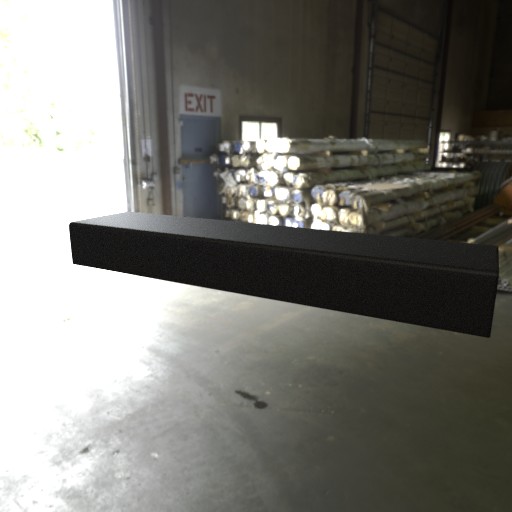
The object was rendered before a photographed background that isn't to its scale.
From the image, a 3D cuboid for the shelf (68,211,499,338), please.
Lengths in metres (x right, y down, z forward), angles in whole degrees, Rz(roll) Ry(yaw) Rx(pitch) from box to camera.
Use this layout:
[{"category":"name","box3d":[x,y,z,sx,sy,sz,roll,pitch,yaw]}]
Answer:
[{"category":"shelf","box3d":[0.000,0.000,0.477,0.456,0.053,0.102,7,16,27]}]
